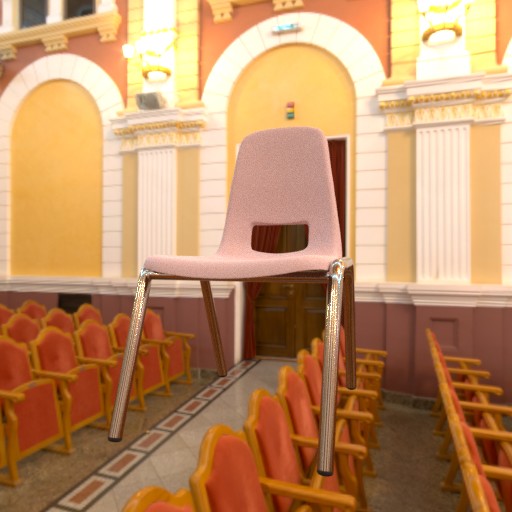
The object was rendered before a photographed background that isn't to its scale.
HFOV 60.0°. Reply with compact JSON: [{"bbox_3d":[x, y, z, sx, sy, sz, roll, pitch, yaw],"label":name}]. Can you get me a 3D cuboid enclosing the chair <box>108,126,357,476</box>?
[{"bbox_3d":[0.000,0.000,0.833,0.354,0.586,0.423,0,0,19],"label":"chair"}]
